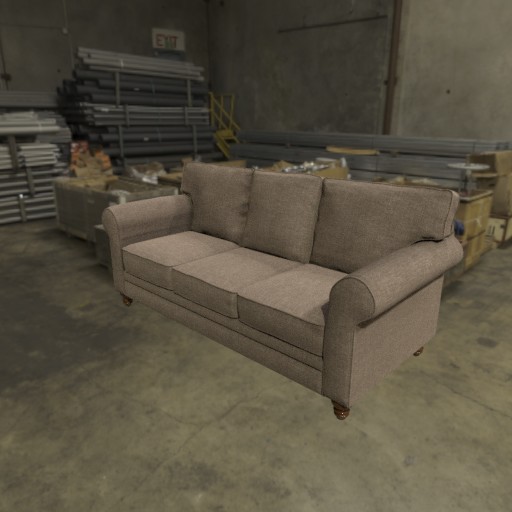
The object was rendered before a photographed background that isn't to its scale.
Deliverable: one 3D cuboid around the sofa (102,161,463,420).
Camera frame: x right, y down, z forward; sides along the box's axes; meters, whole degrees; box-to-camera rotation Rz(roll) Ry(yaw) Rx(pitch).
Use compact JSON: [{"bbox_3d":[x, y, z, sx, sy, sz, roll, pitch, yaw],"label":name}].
[{"bbox_3d":[0.000,0.000,2.660,2.084,0.961,0.916,16,24,41],"label":"sofa"}]
